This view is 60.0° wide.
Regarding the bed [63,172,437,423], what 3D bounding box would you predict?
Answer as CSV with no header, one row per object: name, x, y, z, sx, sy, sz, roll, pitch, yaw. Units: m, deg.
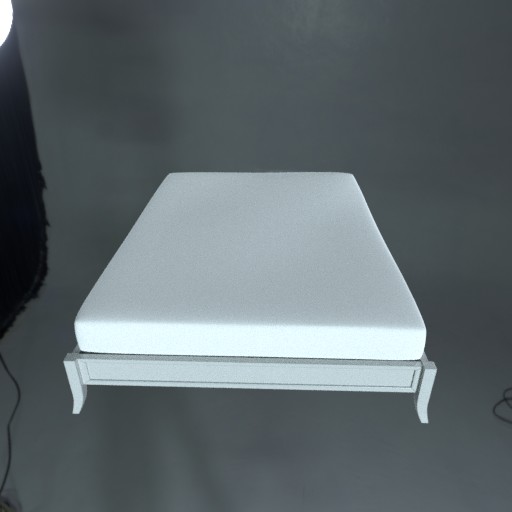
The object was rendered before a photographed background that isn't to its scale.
bed,0.000,0.000,2.794,1.604,0.510,2.108,1,29,2
